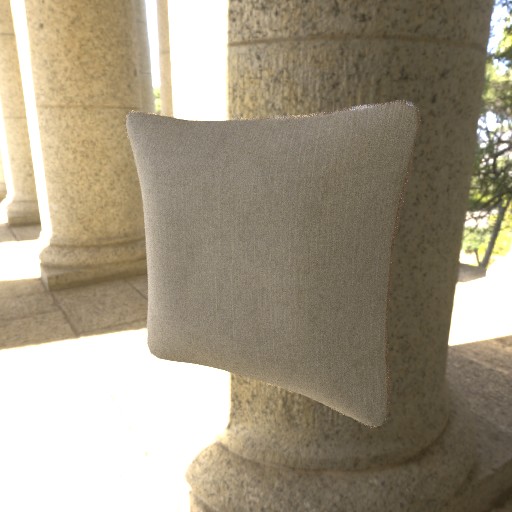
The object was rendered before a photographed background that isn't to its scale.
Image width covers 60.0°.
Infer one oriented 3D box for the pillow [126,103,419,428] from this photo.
[{"bbox_3d":[0.000,0.000,0.815,0.538,0.525,0.216,8,17,27],"label":"pillow"}]
